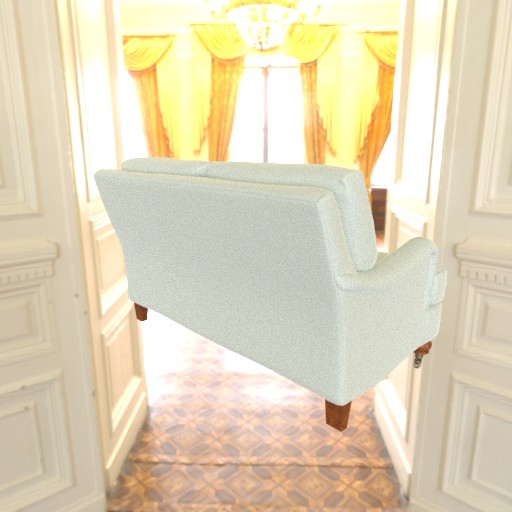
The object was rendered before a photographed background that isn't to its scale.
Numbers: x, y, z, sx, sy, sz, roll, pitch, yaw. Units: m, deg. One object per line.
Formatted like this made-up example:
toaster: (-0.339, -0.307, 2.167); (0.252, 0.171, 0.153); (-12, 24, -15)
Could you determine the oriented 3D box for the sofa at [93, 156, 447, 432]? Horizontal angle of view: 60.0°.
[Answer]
sofa: (0.000, 0.000, 2.560); (1.084, 1.101, 1.853); (-13, 20, -42)
